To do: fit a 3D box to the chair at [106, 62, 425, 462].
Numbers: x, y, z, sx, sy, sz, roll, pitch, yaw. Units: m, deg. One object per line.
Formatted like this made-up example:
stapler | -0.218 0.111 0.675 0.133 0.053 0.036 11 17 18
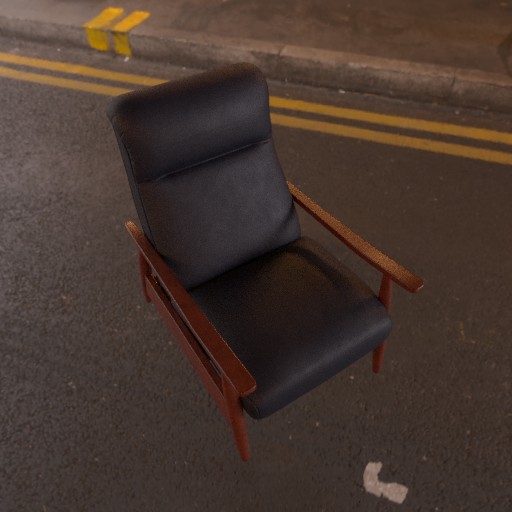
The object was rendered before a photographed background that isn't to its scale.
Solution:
chair | 0.000 0.000 1.754 0.762 1.082 1.014 -25 51 -22
